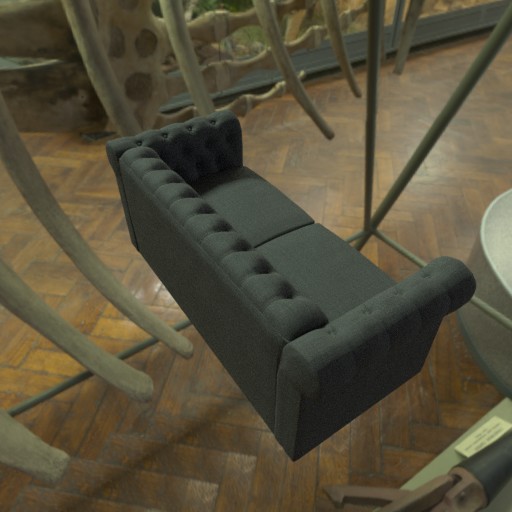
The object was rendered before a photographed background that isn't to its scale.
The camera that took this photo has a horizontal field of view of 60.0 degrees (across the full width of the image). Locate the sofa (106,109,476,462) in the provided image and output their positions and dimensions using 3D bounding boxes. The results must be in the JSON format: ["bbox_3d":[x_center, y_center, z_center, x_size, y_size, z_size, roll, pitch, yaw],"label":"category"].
[{"bbox_3d":[0.000,0.000,2.222,0.783,0.797,1.798,-24,47,-25],"label":"sofa"}]
